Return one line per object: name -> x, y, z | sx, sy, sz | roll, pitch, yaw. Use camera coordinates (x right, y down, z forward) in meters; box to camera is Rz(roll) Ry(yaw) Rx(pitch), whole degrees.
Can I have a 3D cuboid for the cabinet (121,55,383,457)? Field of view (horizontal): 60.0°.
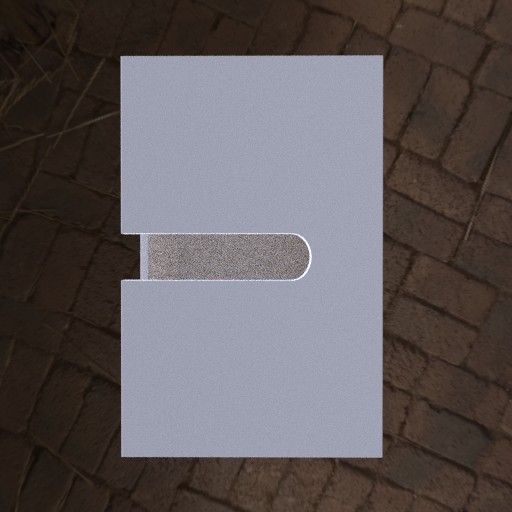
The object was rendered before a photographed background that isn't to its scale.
cabinet -> 0.000, 0.000, 0.923 | 0.400, 0.522, 0.600 | 0, 90, 0
